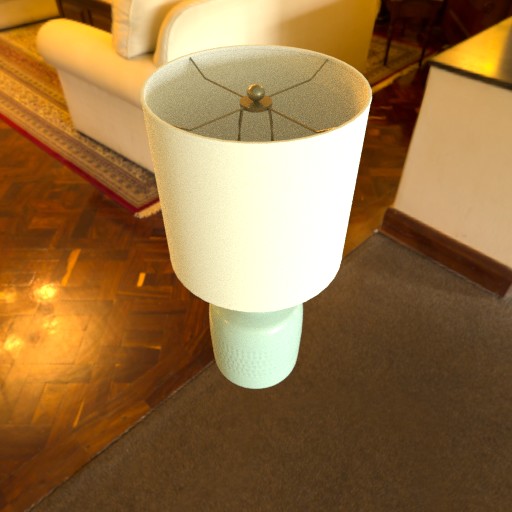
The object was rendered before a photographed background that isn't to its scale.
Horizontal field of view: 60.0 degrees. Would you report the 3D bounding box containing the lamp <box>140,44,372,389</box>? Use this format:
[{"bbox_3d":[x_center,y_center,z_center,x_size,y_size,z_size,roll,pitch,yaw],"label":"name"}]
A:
[{"bbox_3d":[0.000,0.000,1.114,0.418,0.871,0.418,-3,44,-3],"label":"lamp"}]
